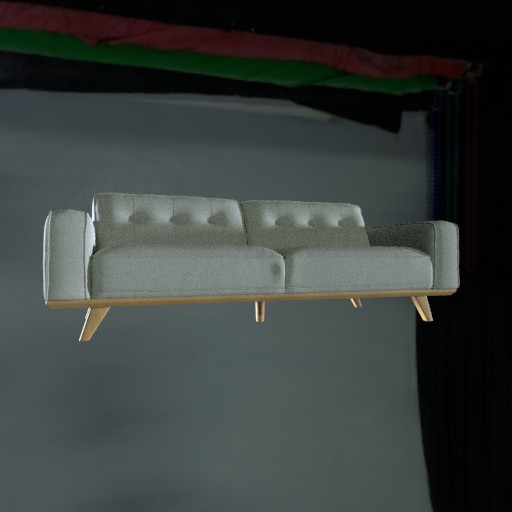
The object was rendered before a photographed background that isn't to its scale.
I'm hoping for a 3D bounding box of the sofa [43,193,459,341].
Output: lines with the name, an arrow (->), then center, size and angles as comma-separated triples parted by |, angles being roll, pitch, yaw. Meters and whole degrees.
sofa -> 0.000, 0.000, 2.706 | 2.270, 0.781, 0.956 | 0, 0, -19
